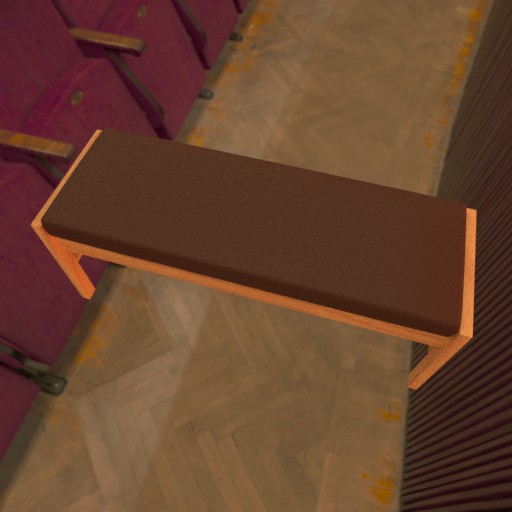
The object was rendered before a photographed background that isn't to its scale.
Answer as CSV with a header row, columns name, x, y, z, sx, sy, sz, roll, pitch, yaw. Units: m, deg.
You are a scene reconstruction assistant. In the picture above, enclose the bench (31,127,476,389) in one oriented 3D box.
name,x,y,z,sx,sy,sz,roll,pitch,yaw
bench,0.000,0.000,1.429,1.200,0.480,0.405,14,59,9
